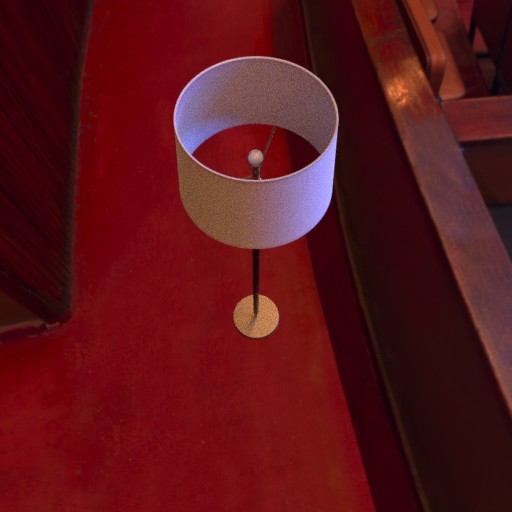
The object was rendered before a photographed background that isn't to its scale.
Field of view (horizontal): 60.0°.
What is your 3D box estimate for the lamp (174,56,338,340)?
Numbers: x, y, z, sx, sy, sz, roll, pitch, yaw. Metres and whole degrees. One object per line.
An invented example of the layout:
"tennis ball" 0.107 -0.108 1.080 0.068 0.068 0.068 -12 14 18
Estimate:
"lamp" 0.000 0.000 1.643 0.420 1.447 0.420 0 64 0
